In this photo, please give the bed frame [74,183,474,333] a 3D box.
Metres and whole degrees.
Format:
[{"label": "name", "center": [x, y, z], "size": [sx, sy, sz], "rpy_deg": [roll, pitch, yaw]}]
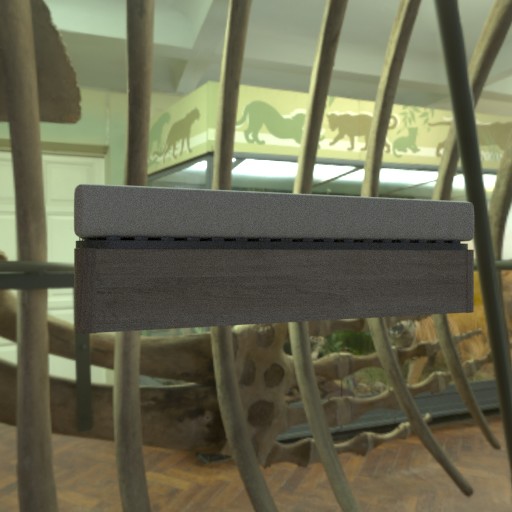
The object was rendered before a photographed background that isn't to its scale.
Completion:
[{"label": "bed frame", "center": [0.000, 0.000, 2.580], "size": [1.900, 0.561, 1.400], "rpy_deg": [0, 0, -19]}]
